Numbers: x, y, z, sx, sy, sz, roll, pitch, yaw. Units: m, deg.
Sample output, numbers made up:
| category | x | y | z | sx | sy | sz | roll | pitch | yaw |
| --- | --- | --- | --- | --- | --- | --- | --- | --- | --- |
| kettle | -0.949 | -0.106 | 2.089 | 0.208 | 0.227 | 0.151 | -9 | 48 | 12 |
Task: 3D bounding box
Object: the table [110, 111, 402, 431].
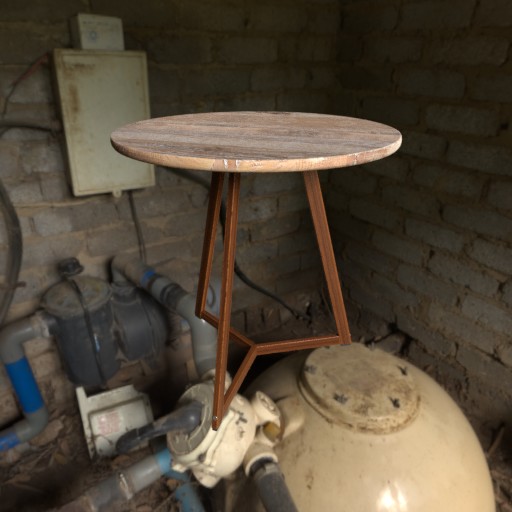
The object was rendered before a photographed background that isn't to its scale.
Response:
| category | x | y | z | sx | sy | sz | roll | pitch | yaw |
| --- | --- | --- | --- | --- | --- | --- | --- | --- | --- |
| table | 0.000 | 0.000 | 0.896 | 0.500 | 0.500 | 0.500 | 0 | 25 | 0 |
